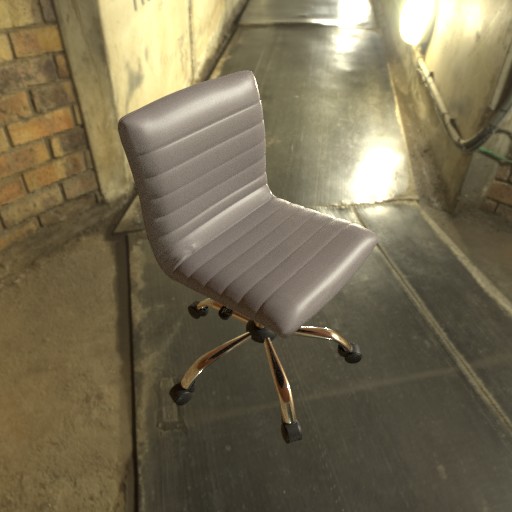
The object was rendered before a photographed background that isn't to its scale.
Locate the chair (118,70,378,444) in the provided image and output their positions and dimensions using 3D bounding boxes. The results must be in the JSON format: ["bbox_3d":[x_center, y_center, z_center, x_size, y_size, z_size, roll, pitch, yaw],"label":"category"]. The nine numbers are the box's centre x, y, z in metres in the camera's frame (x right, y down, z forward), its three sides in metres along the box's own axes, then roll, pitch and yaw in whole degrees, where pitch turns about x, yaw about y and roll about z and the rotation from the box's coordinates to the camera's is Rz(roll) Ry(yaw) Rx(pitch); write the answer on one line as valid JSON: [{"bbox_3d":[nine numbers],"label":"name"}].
[{"bbox_3d":[0.000,0.000,1.104,0.542,0.750,0.569,27,46,29],"label":"chair"}]
